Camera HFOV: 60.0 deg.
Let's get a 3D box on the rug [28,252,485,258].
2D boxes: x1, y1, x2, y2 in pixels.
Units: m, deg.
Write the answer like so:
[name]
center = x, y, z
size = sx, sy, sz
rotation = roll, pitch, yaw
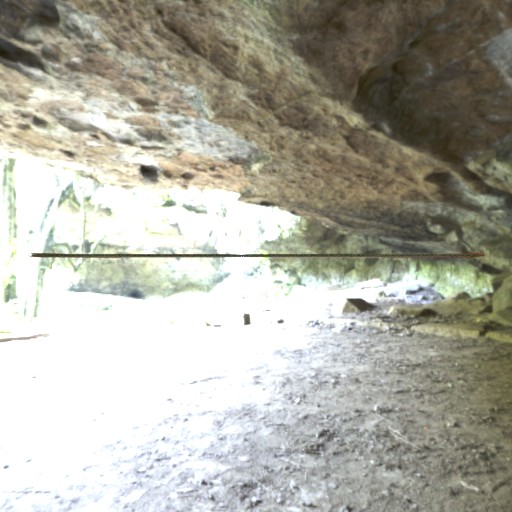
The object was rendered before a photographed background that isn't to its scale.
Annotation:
[rug]
center = 0.000, 0.000, 2.357
size = 1.838, 0.019, 1.220
rotation = 0, 0, -2
